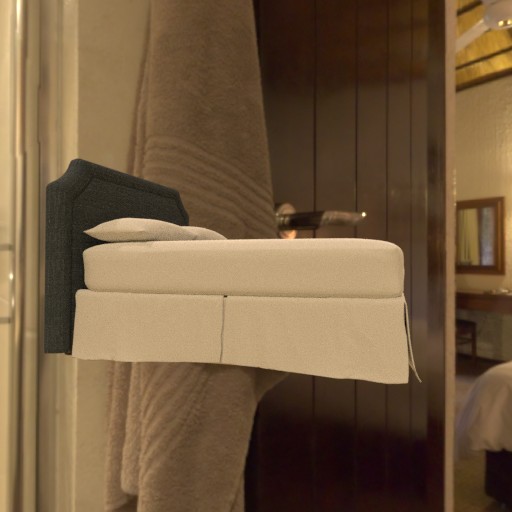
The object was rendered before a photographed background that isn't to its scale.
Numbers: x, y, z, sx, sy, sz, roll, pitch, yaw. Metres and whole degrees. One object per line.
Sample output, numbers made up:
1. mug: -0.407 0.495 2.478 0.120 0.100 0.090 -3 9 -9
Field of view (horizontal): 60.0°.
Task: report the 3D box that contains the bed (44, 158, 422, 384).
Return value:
1. bed: 0.000 0.000 3.282 2.208 1.297 1.828 0 -1 17
